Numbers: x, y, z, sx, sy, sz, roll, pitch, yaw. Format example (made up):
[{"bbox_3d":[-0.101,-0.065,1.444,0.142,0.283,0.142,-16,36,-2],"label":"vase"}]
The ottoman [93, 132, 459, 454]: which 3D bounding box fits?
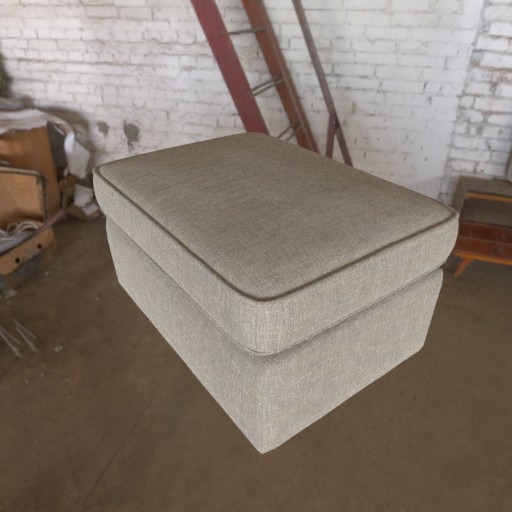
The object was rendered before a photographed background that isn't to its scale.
[{"bbox_3d":[0.000,0.000,1.128,0.559,0.457,0.762,-21,38,-30],"label":"ottoman"}]
